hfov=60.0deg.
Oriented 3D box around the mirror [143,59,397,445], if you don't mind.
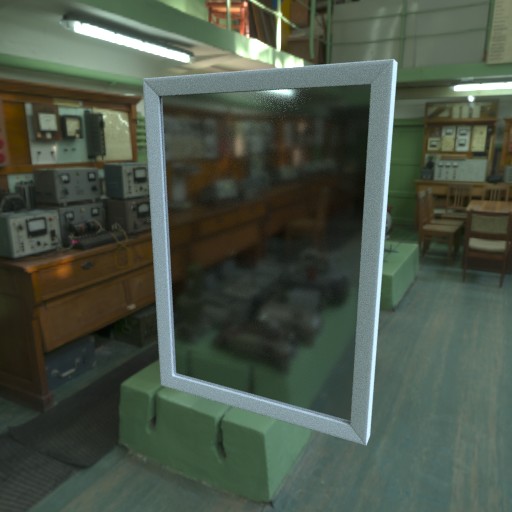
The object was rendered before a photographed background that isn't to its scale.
[{"bbox_3d":[0.000,0.000,0.916,0.507,0.710,0.040,7,16,26],"label":"mirror"}]
